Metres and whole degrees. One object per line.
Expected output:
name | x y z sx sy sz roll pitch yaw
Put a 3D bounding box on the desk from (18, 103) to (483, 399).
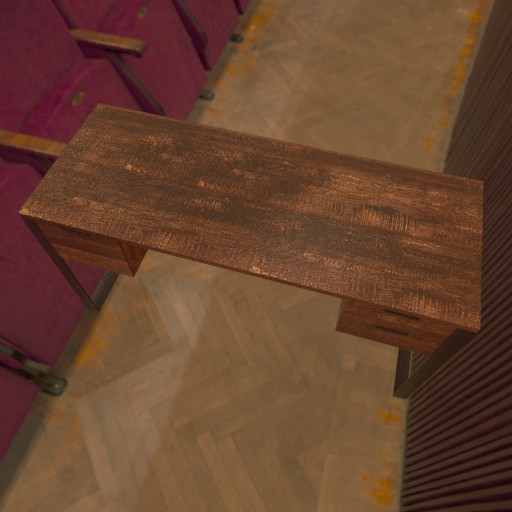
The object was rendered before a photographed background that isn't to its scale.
desk | 0.000 0.000 1.871 1.524 0.762 0.599 14 58 9
